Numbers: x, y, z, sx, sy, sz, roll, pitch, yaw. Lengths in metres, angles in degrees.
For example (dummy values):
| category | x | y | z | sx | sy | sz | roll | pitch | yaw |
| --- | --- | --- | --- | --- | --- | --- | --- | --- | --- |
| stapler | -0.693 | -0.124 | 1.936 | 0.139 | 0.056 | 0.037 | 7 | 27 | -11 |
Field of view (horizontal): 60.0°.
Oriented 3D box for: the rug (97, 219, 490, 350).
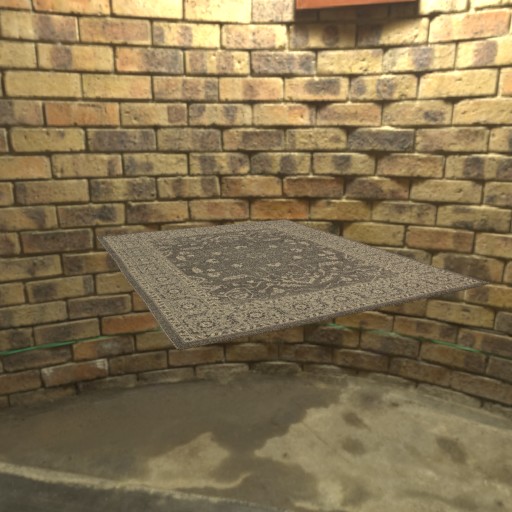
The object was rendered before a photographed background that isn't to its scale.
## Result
| category | x | y | z | sx | sy | sz | roll | pitch | yaw |
| --- | --- | --- | --- | --- | --- | --- | --- | --- | --- |
| rug | 0.000 | 0.000 | 4.152 | 2.451 | 0.026 | 3.069 | -7 | 17 | -26 |
